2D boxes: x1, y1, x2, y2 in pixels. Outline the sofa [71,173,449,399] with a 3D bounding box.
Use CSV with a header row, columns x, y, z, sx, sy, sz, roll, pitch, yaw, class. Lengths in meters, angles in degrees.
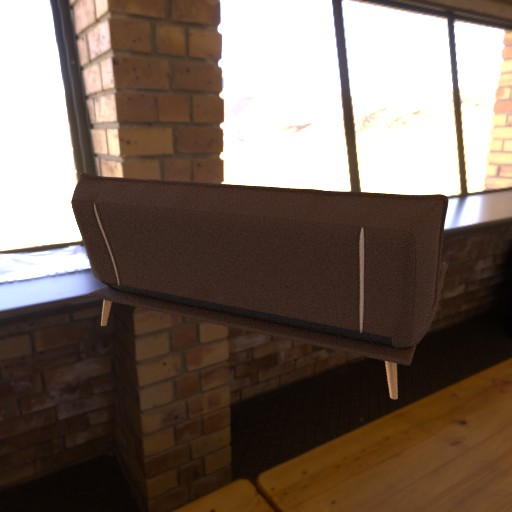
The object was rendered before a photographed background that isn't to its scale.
x,y,z,sx,sy,sz,roll,pitch,yaw,class
0.000,0.000,2.479,1.940,0.890,0.950,8,18,25,sofa
